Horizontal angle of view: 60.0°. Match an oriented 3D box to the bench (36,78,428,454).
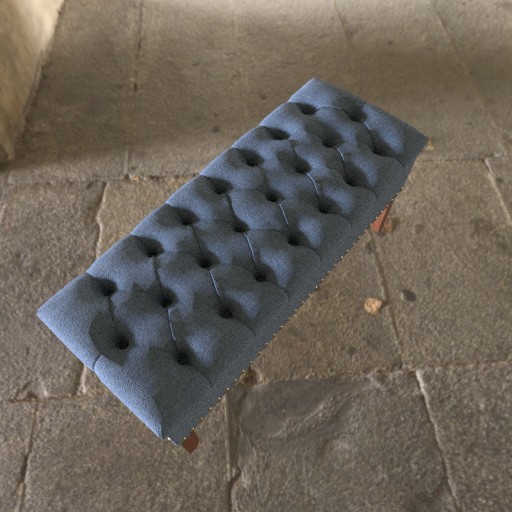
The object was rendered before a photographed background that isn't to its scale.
[{"bbox_3d":[0.000,0.000,1.301,0.417,0.492,1.052,36,66,19],"label":"bench"}]
